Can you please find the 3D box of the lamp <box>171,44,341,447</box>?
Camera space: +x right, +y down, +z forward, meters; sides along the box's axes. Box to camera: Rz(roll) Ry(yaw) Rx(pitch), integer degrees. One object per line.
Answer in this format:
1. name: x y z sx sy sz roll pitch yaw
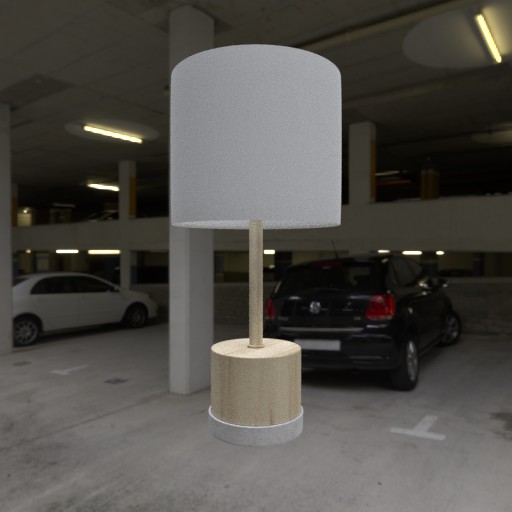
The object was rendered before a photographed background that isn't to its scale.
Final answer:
1. lamp: 0.000 0.000 0.606 0.229 0.470 0.229 1 1 36
